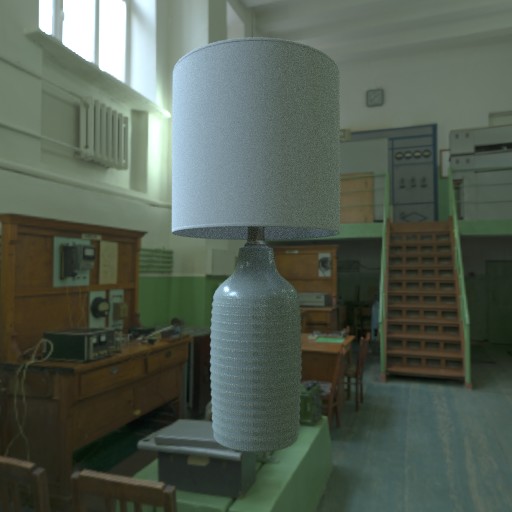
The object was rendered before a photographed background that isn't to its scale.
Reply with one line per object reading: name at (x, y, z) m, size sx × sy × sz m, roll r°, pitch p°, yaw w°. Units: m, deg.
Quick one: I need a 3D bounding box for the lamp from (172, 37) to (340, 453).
lamp at (0.000, 0.000, 0.590) m, size 0.220 × 0.475 × 0.220 m, roll -1°, pitch -2°, yaw 18°
